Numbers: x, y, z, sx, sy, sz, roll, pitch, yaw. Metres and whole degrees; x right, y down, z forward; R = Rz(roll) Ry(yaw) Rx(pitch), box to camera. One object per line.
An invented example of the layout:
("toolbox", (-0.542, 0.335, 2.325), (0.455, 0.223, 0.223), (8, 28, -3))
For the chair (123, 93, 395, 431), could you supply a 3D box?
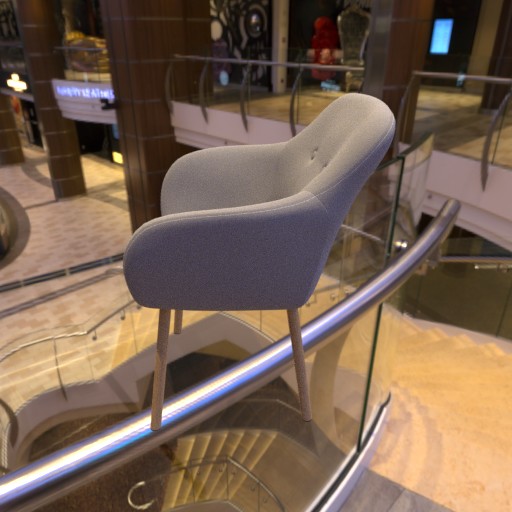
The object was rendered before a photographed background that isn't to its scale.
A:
("chair", (0.000, 0.000, 1.226), (0.590, 0.830, 0.570), (0, 27, -1))
